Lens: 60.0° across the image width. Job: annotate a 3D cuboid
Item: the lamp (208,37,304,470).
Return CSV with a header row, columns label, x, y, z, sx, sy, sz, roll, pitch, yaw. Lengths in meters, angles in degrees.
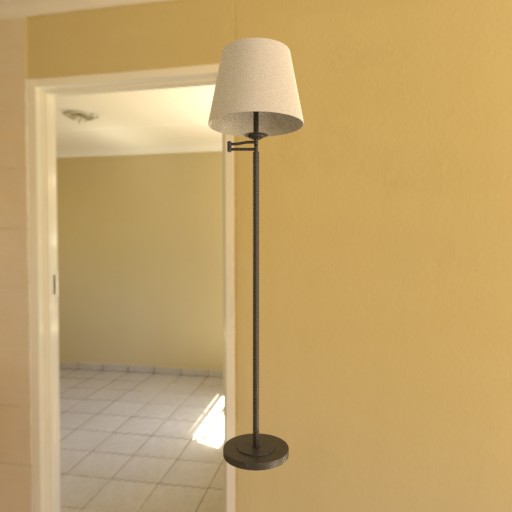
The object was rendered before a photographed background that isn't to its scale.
label,x,y,z,sx,sy,sz,roll,pitch,yaw
lamp,0.000,0.000,1.629,0.348,1.473,0.348,0,1,0
